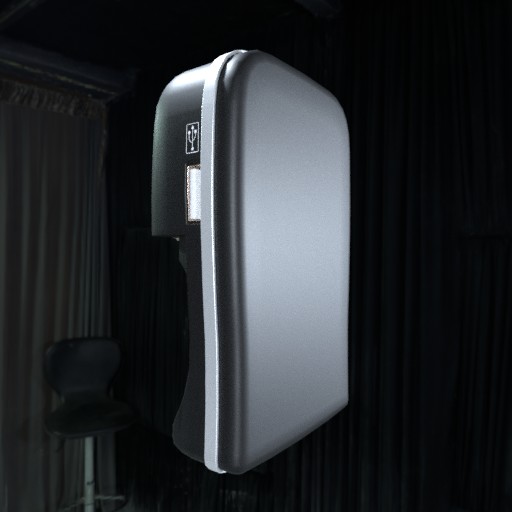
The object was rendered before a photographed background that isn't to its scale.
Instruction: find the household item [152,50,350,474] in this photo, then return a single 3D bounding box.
[{"bbox_3d":[0.000,0.000,0.146,0.038,0.114,0.070,0,1,36],"label":"household item"}]
